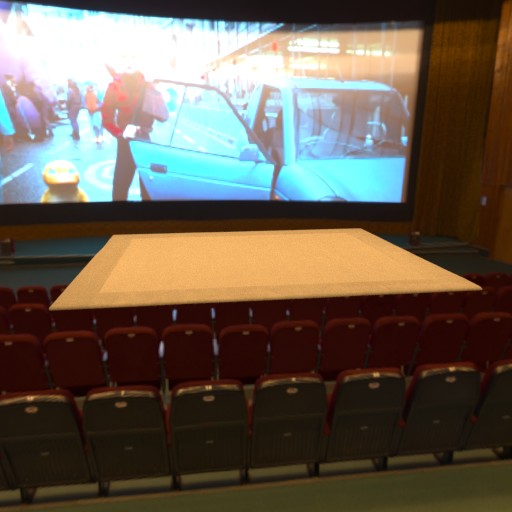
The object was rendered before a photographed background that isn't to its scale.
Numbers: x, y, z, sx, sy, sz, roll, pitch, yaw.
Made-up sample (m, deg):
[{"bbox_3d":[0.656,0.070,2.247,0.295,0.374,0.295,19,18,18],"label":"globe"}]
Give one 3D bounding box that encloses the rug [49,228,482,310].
[{"bbox_3d":[0.000,0.000,4.136,2.976,0.018,2.430,-2,14,-8],"label":"rug"}]
